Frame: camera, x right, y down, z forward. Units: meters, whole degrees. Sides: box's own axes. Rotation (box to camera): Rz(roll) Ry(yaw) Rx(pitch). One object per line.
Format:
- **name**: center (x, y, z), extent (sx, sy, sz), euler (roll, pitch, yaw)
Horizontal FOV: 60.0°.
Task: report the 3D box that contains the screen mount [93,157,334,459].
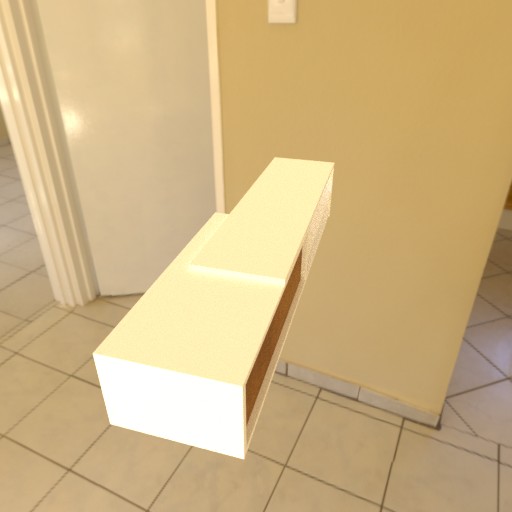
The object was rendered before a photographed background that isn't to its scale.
- **screen mount**: center (0.000, 0.000, 1.898), extent (0.420, 0.320, 1.680), euler (8, 32, 14)
